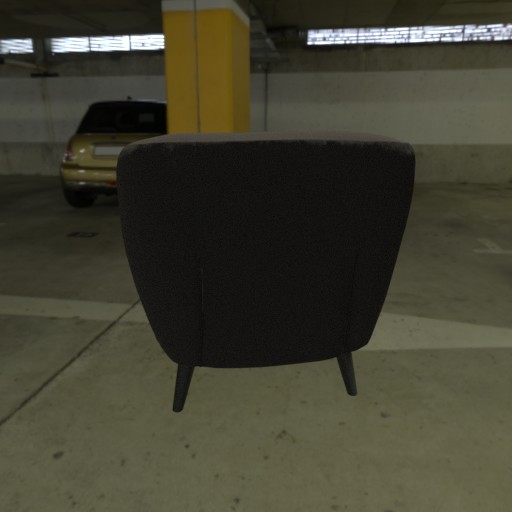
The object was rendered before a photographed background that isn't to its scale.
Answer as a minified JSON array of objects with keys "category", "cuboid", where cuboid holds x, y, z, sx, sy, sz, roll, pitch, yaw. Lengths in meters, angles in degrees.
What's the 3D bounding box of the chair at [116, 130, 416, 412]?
[{"category":"chair","cuboid":[0.000,0.000,1.478,0.840,0.807,0.819,-2,16,-8]}]
